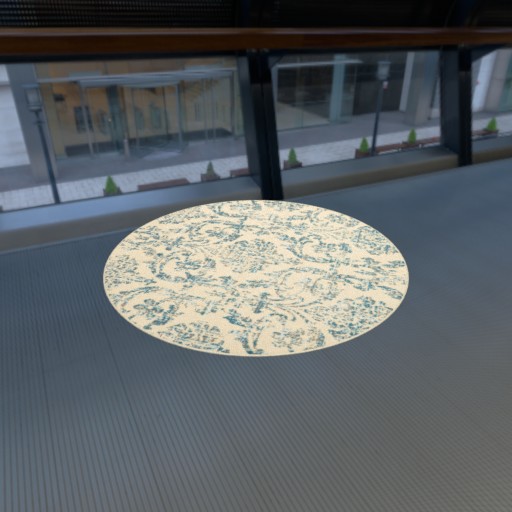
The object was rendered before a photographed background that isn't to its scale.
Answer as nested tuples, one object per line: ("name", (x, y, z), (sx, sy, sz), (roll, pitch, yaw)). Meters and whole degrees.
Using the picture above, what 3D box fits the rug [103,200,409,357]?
("rug", (0.000, 0.000, 2.411), (1.593, 0.012, 1.593), (0, 29, 0))
